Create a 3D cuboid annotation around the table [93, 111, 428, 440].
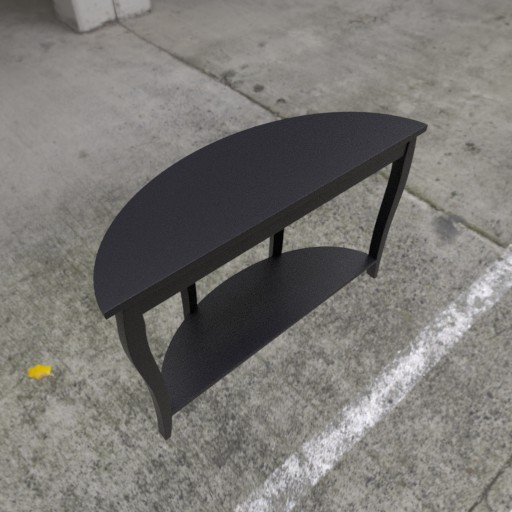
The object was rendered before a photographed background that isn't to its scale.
[{"bbox_3d":[0.000,0.000,1.629,1.219,0.780,0.394,-32,54,-27],"label":"table"}]
